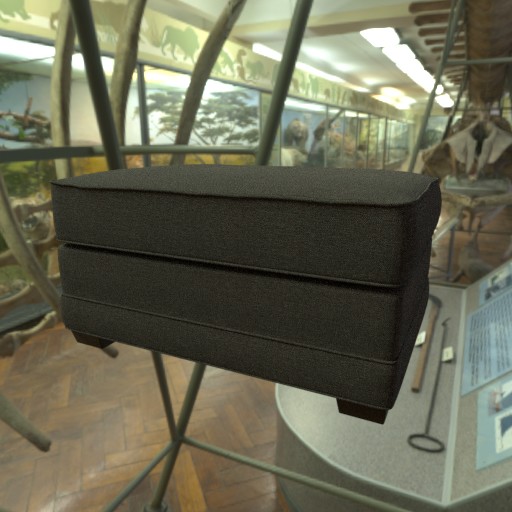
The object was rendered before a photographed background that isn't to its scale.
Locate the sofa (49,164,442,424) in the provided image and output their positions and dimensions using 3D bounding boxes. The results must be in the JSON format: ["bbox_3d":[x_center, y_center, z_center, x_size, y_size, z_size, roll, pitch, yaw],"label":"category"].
[{"bbox_3d":[0.000,0.000,1.175,0.854,0.457,0.578,7,16,25],"label":"sofa"}]
